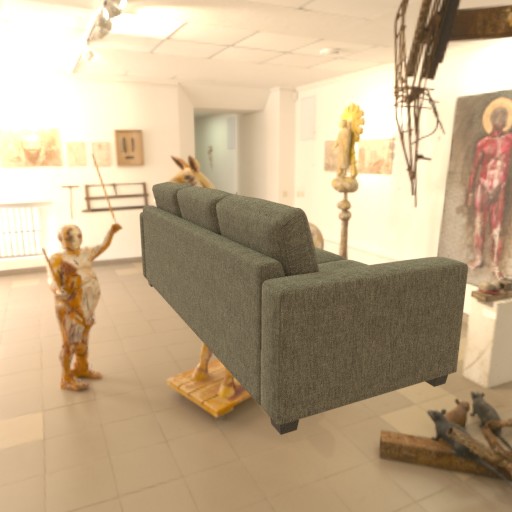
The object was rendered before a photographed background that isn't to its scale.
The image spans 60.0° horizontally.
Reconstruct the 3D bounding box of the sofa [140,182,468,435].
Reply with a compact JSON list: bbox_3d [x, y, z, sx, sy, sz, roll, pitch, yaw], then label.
[{"bbox_3d":[0.000,0.000,2.581,0.900,0.800,2.160,-6,15,-25],"label":"sofa"}]
